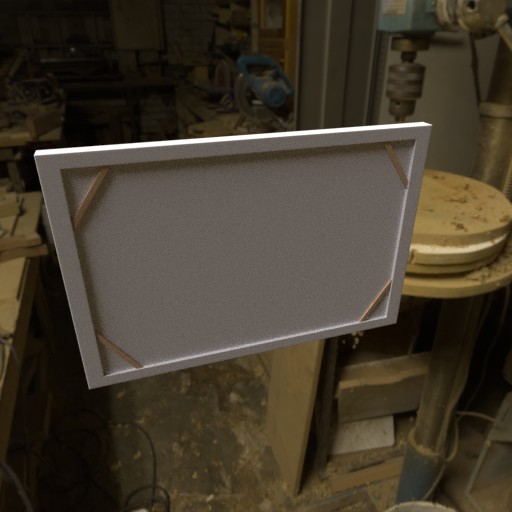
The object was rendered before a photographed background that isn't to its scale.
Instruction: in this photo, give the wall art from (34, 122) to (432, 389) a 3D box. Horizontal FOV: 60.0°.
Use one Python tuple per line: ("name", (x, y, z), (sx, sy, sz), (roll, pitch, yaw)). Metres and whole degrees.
("wall art", (0.000, 0.000, 1.140), (0.914, 0.609, 0.038), (-9, 29, -16))
